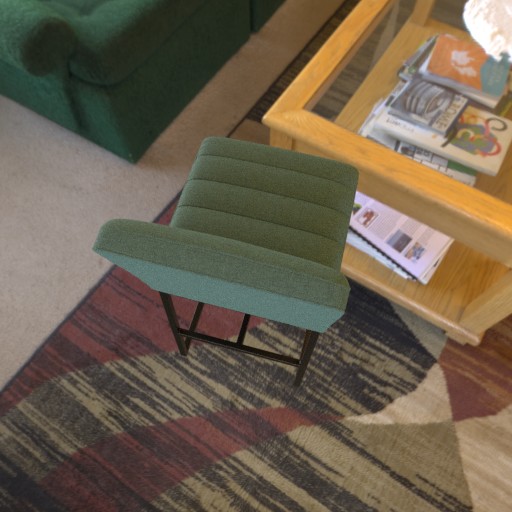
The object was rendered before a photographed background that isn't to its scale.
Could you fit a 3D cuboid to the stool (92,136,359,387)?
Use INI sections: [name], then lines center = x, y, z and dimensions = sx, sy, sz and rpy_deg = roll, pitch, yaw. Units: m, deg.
[stool]
center = 0.000, 0.000, 1.261
dimensions = 0.460, 0.940, 0.560
rpy_deg = 14, 64, 7
